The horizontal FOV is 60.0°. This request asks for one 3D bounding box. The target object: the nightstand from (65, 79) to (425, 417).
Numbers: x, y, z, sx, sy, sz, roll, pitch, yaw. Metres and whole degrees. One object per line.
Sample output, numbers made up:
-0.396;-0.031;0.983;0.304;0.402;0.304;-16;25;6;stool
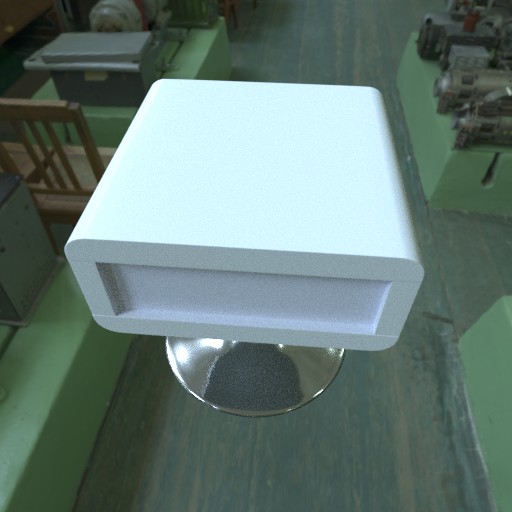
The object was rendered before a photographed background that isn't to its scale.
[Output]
0.000;0.000;0.769;0.399;0.447;0.404;4;46;3;nightstand
